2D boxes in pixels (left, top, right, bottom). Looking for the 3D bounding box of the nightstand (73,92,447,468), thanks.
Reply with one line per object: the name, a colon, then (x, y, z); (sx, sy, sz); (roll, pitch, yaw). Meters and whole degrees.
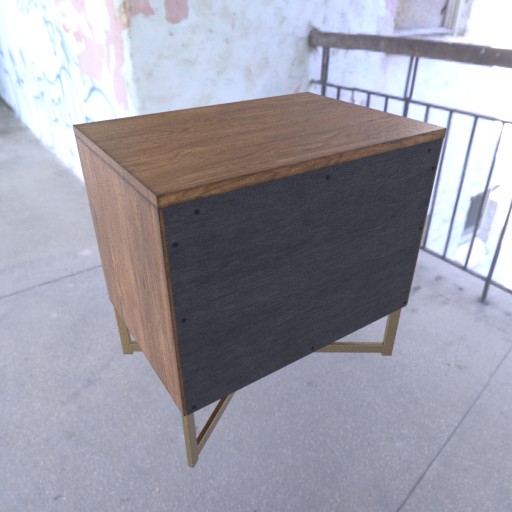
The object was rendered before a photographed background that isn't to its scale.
nightstand: (0.000, 0.000, 1.045); (0.610, 0.610, 0.446); (-19, 36, -28)
